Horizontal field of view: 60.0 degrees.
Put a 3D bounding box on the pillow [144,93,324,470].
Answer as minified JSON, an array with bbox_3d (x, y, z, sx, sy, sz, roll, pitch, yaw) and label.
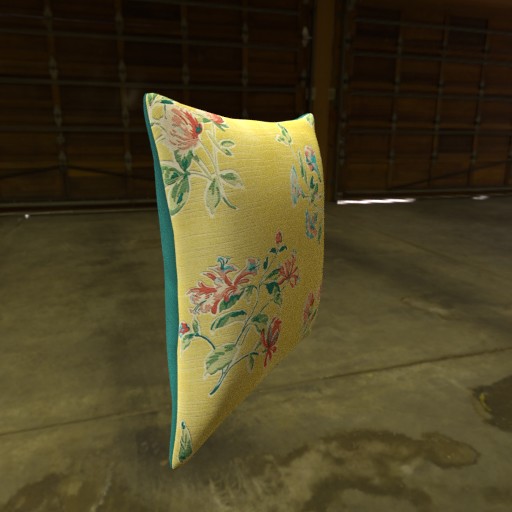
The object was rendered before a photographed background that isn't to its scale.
[{"bbox_3d":[0.000,0.000,0.790,0.166,0.508,0.525,8,17,27],"label":"pillow"}]
